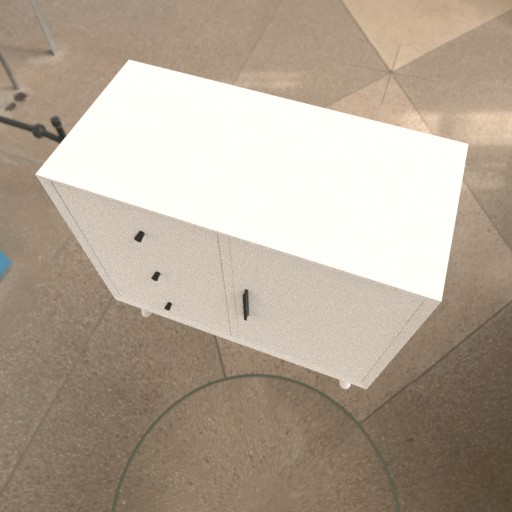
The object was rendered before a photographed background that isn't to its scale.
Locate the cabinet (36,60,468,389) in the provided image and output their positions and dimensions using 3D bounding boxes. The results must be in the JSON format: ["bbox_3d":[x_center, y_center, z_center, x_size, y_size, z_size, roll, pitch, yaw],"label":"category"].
[{"bbox_3d":[0.000,0.000,1.229,0.800,0.761,0.398,18,61,10],"label":"cabinet"}]
